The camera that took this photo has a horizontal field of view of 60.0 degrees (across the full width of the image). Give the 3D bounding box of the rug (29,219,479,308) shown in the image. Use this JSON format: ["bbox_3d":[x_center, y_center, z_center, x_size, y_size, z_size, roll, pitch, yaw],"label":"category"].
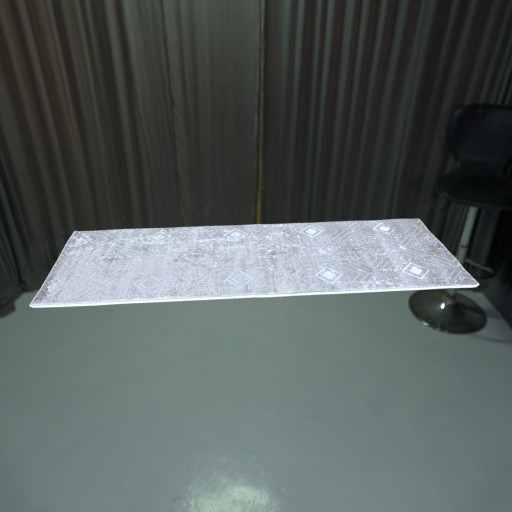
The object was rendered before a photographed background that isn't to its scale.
[{"bbox_3d":[0.000,0.000,2.695,2.381,0.035,0.832,-2,30,-4],"label":"rug"}]
